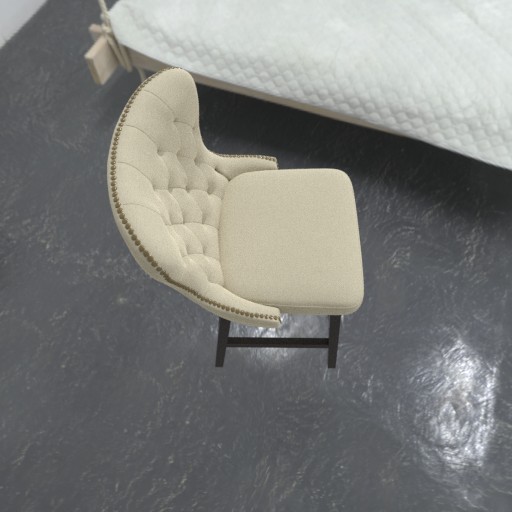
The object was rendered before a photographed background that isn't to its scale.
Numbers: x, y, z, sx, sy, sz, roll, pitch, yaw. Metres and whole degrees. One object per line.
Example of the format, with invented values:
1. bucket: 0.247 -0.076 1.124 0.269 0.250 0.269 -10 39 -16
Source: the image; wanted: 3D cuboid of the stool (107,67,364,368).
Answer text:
1. stool: 0.000 0.000 1.307 0.593 0.971 0.528 1 63 0
